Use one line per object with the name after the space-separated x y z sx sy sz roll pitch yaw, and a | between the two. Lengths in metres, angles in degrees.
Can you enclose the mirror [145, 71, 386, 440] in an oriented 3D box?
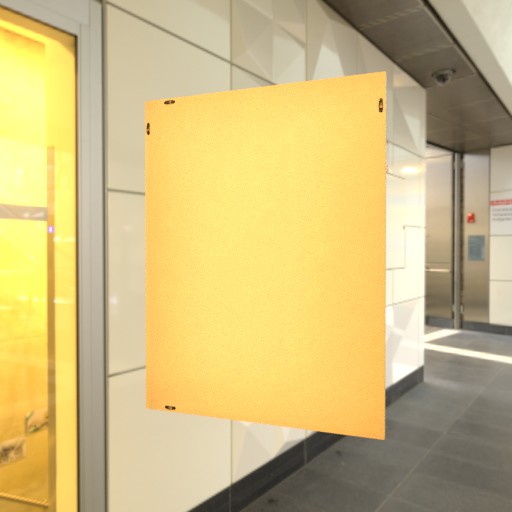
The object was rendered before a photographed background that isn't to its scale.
0.000 0.000 1.358 0.762 1.016 0.040 0 1 19 | mirror
